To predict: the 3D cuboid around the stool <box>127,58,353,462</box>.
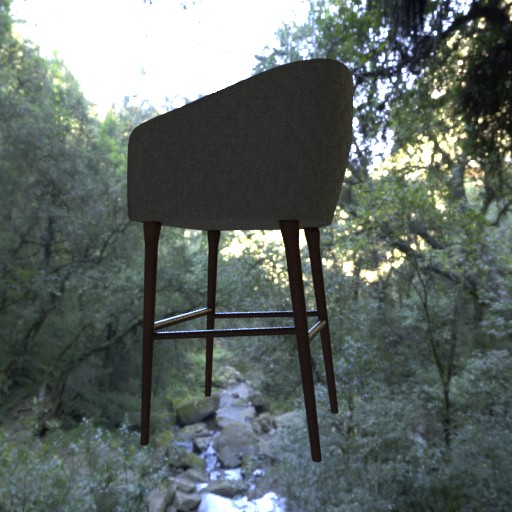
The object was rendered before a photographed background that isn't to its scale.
[{"bbox_3d":[0.000,0.000,1.409,0.607,1.078,0.559,0,0,17],"label":"stool"}]
